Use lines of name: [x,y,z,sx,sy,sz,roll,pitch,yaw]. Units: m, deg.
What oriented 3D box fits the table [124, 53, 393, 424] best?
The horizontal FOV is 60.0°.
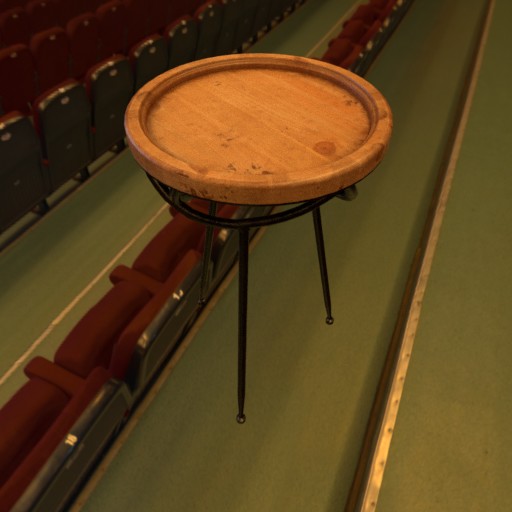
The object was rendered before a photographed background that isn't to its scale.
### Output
table: [0.000,0.000,0.921,0.414,0.664,0.418,17,48,16]
